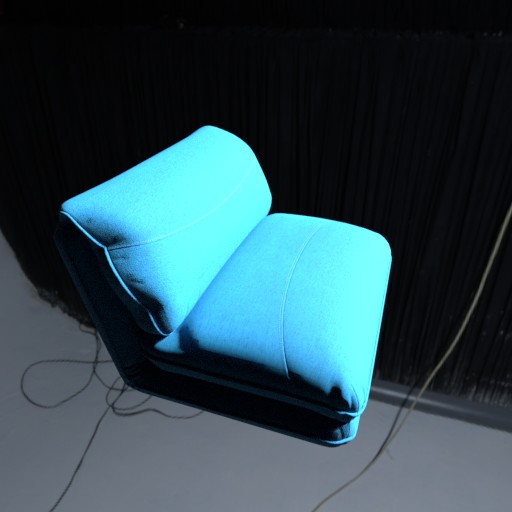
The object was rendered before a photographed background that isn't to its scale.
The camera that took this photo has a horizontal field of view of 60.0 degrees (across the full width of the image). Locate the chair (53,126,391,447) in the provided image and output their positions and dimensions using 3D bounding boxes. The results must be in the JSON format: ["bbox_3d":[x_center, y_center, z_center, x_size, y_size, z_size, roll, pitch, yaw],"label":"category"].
[{"bbox_3d":[0.000,0.000,1.343,0.780,0.580,0.820,10,31,17],"label":"chair"}]
